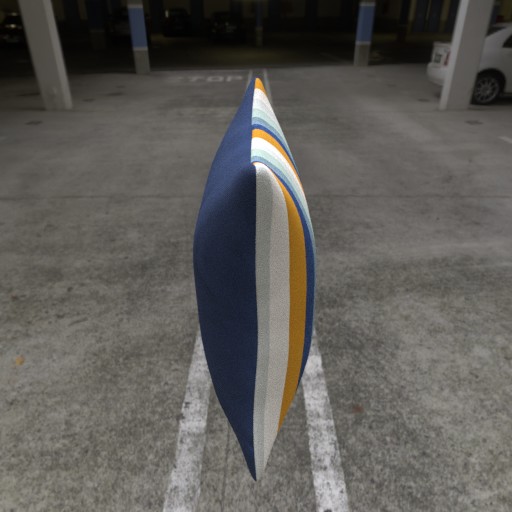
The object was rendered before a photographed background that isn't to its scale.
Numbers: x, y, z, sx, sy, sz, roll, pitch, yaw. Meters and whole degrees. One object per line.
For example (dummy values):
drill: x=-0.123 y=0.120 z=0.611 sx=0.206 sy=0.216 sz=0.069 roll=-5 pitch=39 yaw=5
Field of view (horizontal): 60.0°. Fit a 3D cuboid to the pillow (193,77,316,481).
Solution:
pillow: x=0.000 y=0.000 z=0.695 sx=0.173 sy=0.454 sz=0.463 roll=0 pitch=31 yaw=0
